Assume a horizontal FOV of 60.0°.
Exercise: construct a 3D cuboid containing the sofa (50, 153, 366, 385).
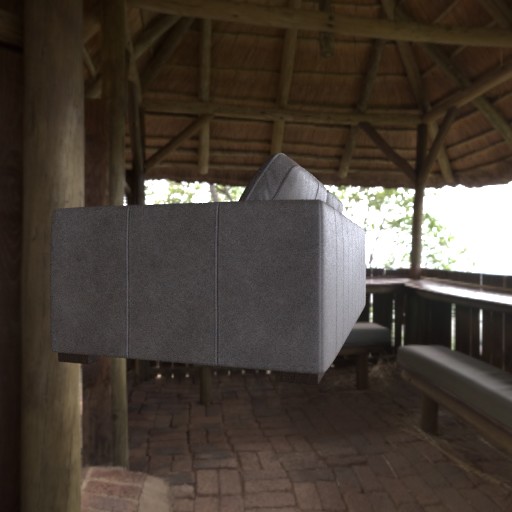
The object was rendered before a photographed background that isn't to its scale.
[{"bbox_3d":[0.000,0.000,2.417,1.070,0.800,1.920,0,1,18],"label":"sofa"}]
